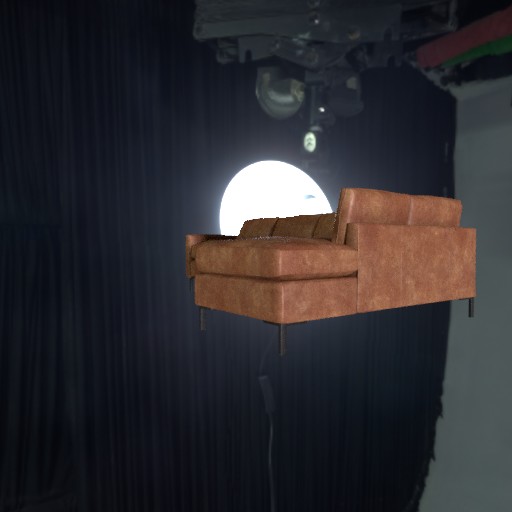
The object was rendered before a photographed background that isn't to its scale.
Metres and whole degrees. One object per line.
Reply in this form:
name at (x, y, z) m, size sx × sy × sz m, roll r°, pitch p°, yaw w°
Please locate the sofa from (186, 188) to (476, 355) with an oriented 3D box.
sofa at (0.000, 0.000, 3.883) m, size 1.938 × 0.877 × 2.984 m, roll -1°, pitch 2°, yaw -37°
